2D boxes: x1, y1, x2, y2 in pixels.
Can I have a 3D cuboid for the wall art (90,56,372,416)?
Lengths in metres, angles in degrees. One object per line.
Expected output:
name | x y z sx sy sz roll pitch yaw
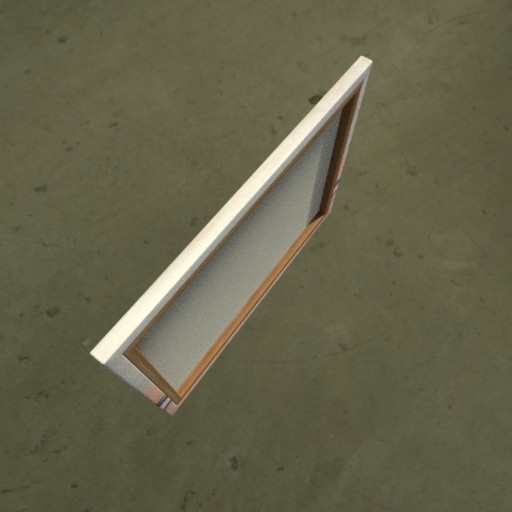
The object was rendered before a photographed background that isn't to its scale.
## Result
wall art | 0.000 0.000 1.355 0.038 0.763 1.015 33 68 15
